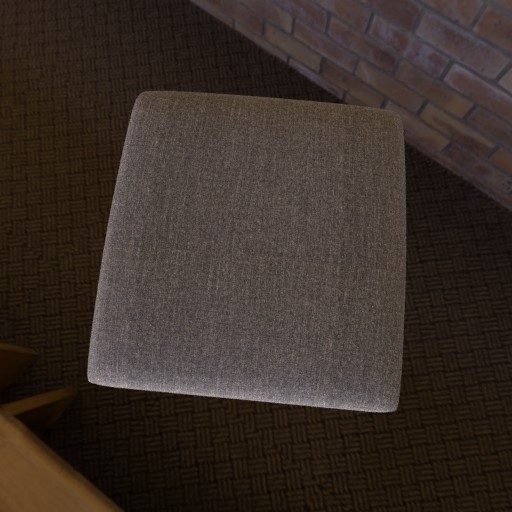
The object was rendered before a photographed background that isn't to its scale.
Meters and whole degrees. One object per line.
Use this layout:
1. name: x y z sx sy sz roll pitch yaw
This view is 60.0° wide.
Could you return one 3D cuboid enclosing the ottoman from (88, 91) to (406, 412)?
1. ottoman: 0.000 0.000 1.088 0.648 0.399 0.655 5 76 1
